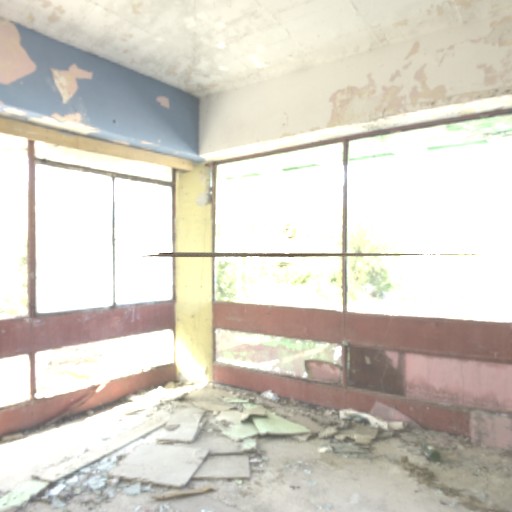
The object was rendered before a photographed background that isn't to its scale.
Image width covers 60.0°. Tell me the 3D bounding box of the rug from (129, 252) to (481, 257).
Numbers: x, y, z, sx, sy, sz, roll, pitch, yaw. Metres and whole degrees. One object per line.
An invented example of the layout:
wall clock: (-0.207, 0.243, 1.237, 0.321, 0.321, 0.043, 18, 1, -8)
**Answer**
rug: (0.000, 0.000, 2.425, 1.268, 0.007, 1.918, 0, 0, -18)
